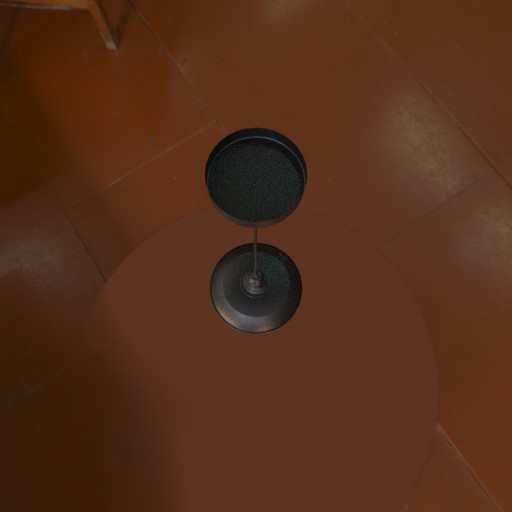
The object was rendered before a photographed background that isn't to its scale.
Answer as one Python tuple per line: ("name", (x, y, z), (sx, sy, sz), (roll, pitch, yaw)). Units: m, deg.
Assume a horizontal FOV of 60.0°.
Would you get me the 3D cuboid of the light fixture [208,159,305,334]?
("light fixture", (0.000, 0.000, 1.155), (0.331, 0.993, 0.331), (0, 75, 0))
